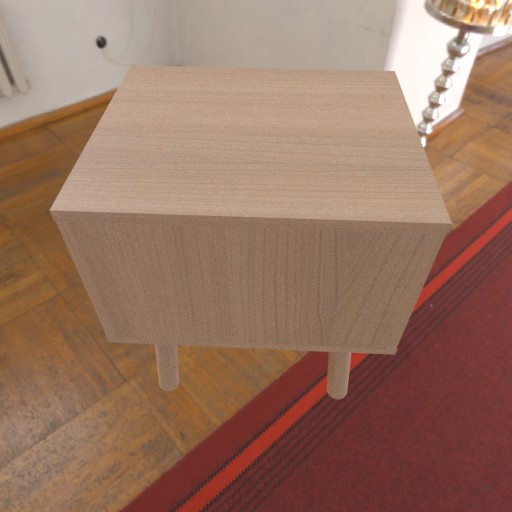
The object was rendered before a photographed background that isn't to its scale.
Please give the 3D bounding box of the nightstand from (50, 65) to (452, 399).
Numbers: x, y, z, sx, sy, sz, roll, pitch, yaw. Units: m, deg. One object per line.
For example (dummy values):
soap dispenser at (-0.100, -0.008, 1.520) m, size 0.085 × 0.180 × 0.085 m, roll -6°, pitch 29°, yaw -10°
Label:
nightstand at (0.000, 0.000, 0.818) m, size 0.450 × 0.530 × 0.380 m, roll 2°, pitch 47°, yaw 2°
